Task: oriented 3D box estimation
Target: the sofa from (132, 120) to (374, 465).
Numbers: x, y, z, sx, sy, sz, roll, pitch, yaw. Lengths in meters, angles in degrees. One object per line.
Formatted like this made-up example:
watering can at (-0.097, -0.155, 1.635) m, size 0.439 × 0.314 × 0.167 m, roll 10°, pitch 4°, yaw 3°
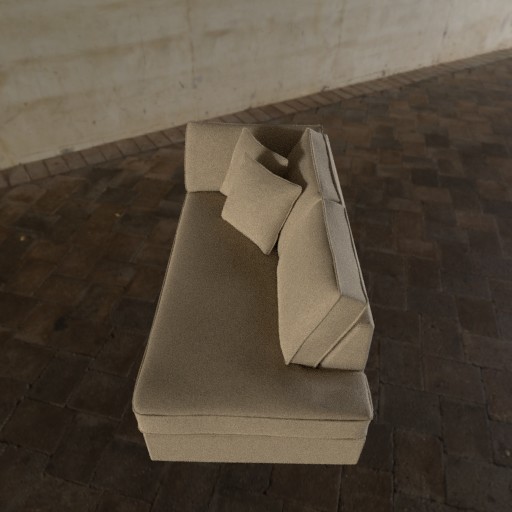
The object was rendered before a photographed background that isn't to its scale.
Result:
sofa at (0.000, 0.000, 2.795) m, size 1.110 × 1.033 × 2.237 m, roll 1°, pitch 40°, yaw 1°
